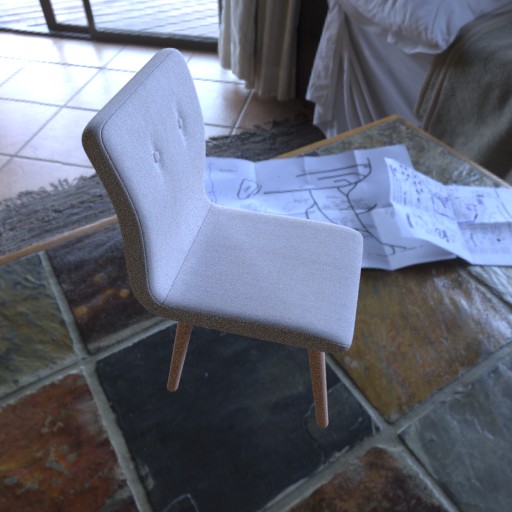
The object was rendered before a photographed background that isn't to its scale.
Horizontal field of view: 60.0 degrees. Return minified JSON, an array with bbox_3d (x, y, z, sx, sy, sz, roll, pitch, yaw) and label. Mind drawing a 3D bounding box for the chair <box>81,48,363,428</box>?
[{"bbox_3d":[0.000,0.000,1.160,0.550,0.885,0.435,10,47,10],"label":"chair"}]
